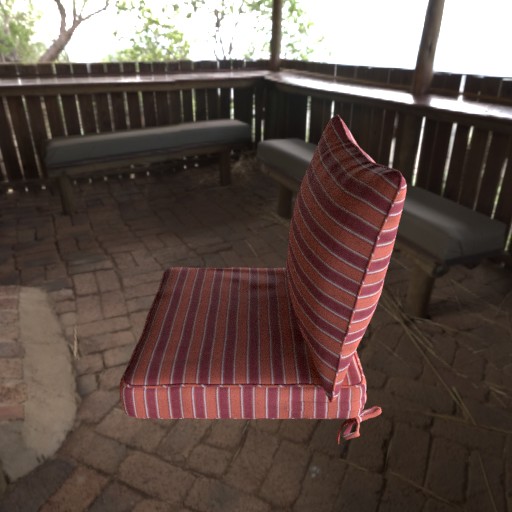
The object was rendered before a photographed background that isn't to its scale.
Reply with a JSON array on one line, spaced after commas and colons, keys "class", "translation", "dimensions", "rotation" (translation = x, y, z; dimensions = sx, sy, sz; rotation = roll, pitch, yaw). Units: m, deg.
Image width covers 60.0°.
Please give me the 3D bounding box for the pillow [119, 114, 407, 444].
[{"class": "pillow", "translation": [0.000, 0.000, 1.353], "dimensions": [0.733, 0.723, 0.799], "rotation": [0, 26, 0]}]
